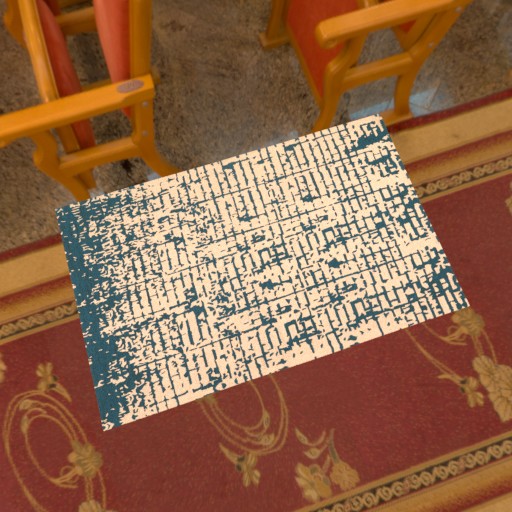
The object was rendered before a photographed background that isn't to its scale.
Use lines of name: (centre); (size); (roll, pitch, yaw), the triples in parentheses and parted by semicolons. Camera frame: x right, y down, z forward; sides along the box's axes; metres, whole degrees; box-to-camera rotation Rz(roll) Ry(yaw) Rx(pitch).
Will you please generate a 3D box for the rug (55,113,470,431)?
rug: (0.000, 0.000, 2.981); (2.435, 0.011, 1.517); (-18, 75, -5)
